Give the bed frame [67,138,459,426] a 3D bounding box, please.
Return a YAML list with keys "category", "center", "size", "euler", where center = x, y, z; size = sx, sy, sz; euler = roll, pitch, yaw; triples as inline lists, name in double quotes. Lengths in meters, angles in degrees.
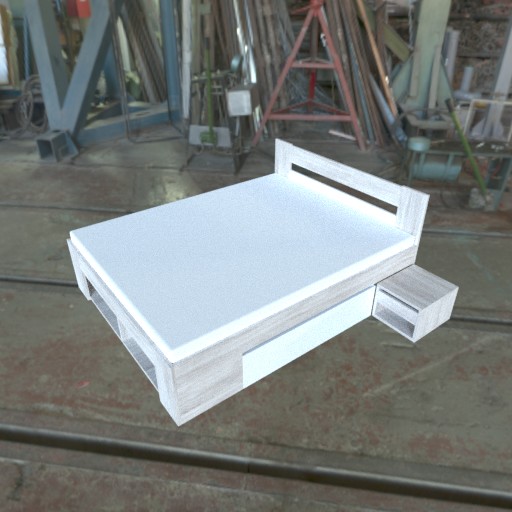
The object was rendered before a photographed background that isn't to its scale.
- category: "bed frame"
  center: [0.000, 0.000, 3.203]
  size: [2.050, 0.860, 2.040]
  euler: [-22, 38, -31]
